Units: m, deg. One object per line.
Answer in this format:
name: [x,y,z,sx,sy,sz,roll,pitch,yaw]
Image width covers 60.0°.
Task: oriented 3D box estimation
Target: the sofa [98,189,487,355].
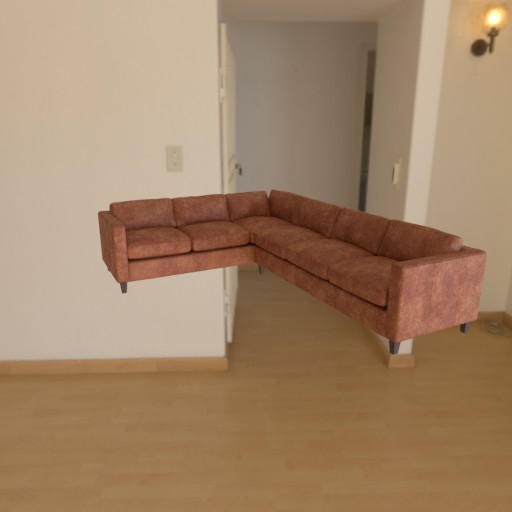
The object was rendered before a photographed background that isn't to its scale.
sofa: [0.000,0.000,4.318,2.438,0.838,3.150,-8,18,-26]
